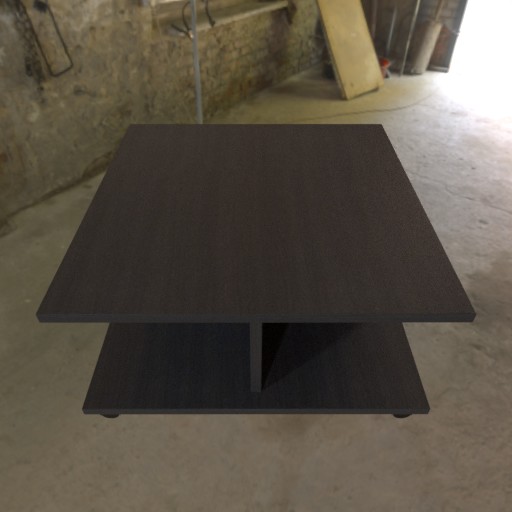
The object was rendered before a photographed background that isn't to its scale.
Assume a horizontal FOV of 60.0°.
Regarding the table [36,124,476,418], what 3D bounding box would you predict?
[{"bbox_3d":[0.000,0.000,1.181,0.762,0.396,0.762,0,41,0],"label":"table"}]
